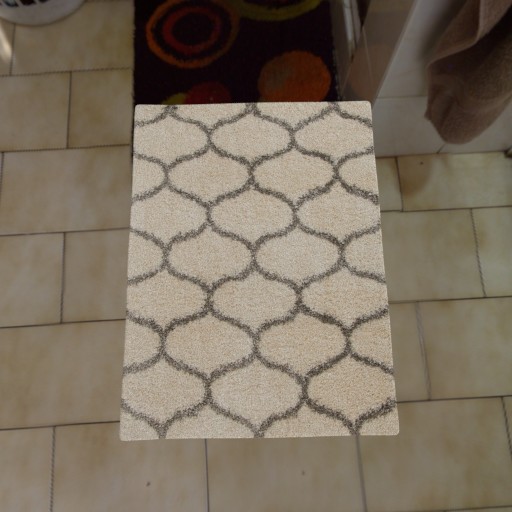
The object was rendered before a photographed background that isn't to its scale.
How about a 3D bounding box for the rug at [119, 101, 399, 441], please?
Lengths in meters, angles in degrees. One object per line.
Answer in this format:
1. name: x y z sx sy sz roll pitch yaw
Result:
1. rug: 0.000 0.000 2.081 1.200 0.025 1.600 -1 77 0
